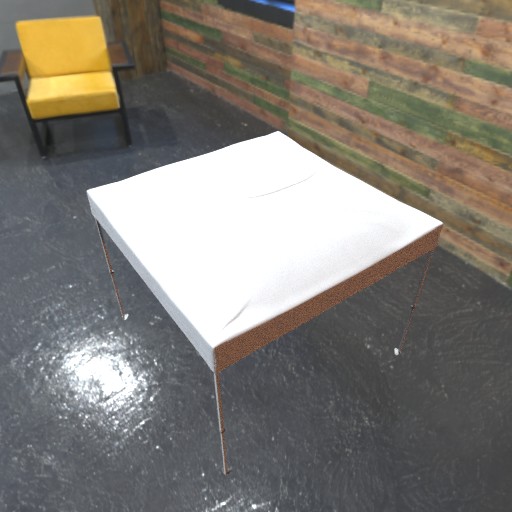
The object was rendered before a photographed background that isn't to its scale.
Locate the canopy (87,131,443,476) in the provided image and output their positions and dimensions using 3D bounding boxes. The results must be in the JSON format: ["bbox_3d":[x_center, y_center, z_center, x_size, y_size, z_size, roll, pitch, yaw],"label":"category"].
[{"bbox_3d":[0.000,0.000,5.622,2.998,2.997,2.996,-25,45,-27],"label":"canopy"}]
